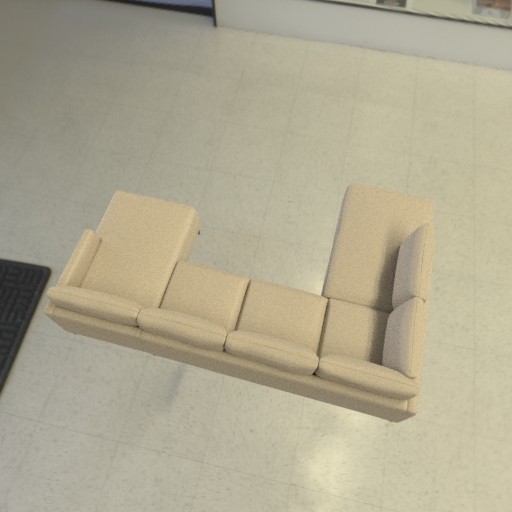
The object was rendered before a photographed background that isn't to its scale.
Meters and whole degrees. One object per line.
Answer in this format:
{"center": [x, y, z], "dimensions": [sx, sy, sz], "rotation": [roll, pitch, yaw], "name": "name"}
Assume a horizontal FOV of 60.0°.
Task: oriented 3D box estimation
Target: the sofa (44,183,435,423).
{"center": [0.000, 0.000, 3.601], "dimensions": [2.737, 0.756, 1.879], "rotation": [14, 64, 7], "name": "sofa"}
